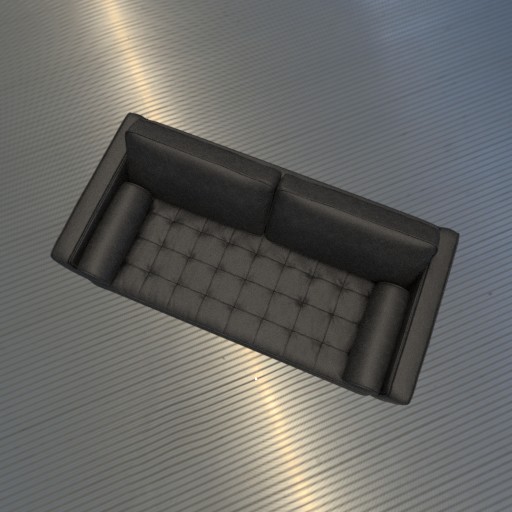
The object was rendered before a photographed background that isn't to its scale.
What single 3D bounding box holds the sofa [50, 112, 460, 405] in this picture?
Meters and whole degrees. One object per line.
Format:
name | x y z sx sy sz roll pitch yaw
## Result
sofa | 0.000 0.000 2.371 1.879 0.770 0.921 21 76 6
